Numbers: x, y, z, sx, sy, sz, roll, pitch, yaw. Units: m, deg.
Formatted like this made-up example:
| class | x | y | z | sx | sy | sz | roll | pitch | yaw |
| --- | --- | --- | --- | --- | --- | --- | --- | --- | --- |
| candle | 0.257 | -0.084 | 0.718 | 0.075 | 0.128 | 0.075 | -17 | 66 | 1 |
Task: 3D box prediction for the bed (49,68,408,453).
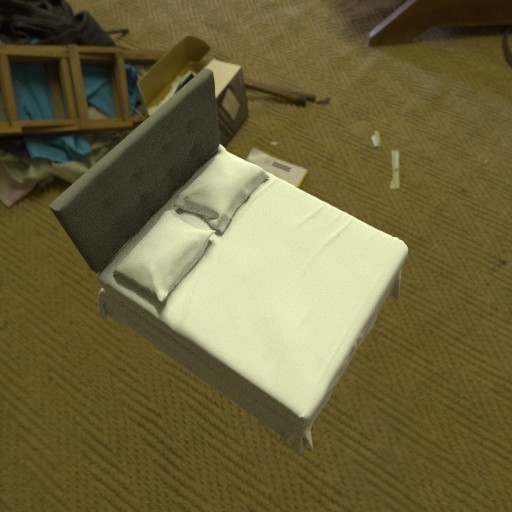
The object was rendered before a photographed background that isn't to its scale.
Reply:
| class | x | y | z | sx | sy | sz | roll | pitch | yaw |
| --- | --- | --- | --- | --- | --- | --- | --- | --- | --- |
| bed | 0.000 | 0.000 | 3.490 | 2.222 | 1.577 | 1.936 | 30 | 64 | 16 |
